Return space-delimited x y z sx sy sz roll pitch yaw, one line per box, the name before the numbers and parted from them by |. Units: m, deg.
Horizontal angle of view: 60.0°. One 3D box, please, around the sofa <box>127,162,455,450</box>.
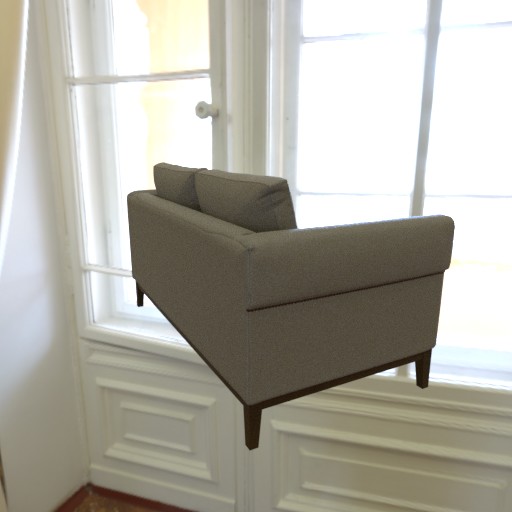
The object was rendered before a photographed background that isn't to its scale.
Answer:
sofa | 0.000 0.000 2.196 0.899 0.873 1.598 -7 16 -27
